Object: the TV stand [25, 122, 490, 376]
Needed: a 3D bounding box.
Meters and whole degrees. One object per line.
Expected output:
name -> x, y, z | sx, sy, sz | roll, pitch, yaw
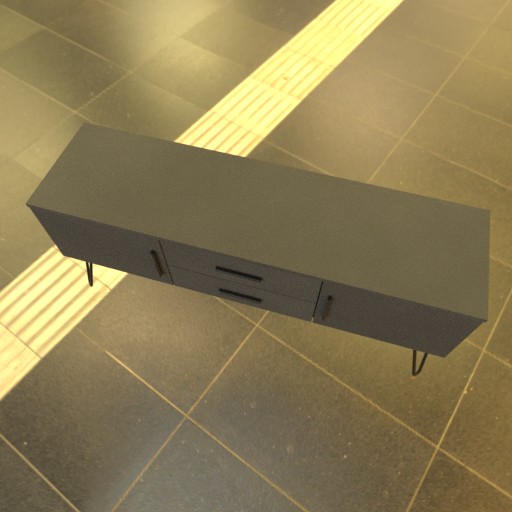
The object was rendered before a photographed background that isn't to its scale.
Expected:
TV stand -> 0.000, 0.000, 1.619 | 1.400, 0.560, 0.400 | 14, 59, 9
